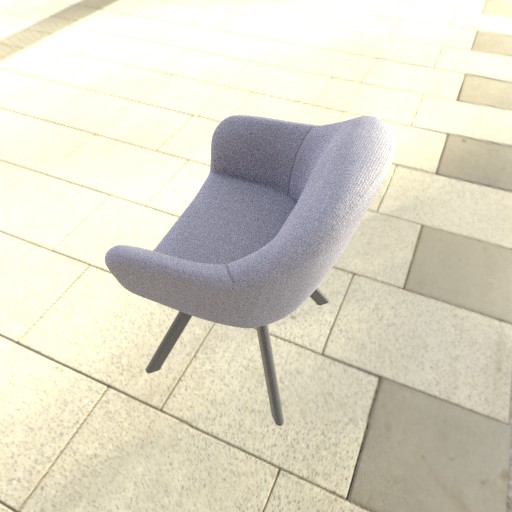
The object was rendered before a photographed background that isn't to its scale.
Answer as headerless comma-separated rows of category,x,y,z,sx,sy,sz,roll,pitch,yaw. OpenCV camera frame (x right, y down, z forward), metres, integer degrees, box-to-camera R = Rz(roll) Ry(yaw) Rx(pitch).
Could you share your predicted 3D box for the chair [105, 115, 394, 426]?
chair,0.000,0.000,1.173,0.550,0.795,0.590,17,50,15
